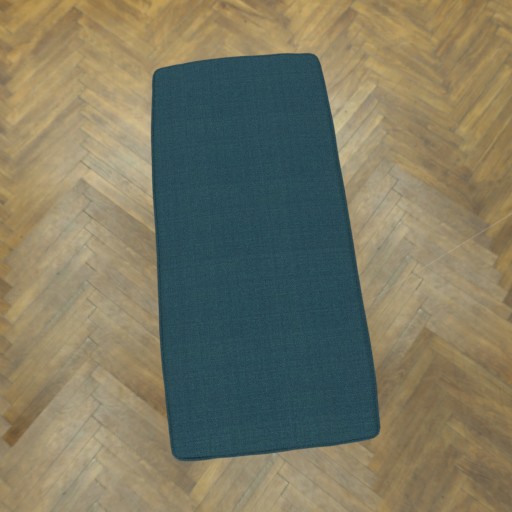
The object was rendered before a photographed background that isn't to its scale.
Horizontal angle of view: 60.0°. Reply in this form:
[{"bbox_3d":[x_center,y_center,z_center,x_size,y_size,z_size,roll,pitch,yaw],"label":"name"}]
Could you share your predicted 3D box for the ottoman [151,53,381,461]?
[{"bbox_3d":[0.000,0.000,1.217,0.474,0.474,0.943,-6,76,-1],"label":"ottoman"}]
